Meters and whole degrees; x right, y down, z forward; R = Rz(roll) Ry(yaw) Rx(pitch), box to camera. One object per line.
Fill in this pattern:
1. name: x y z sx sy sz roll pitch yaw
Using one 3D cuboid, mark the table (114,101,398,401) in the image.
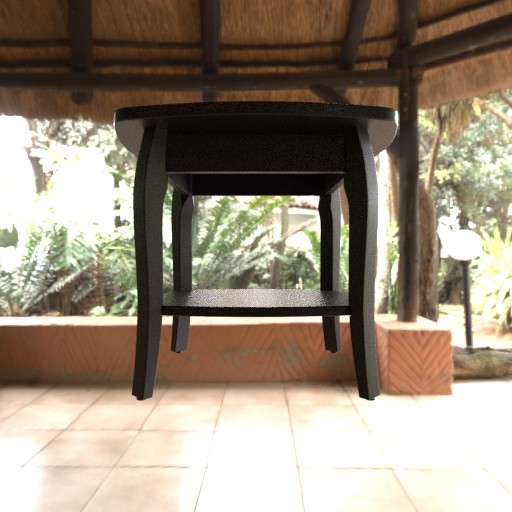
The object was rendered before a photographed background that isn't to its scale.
1. table: 0.000 0.000 0.877 0.508 0.457 0.457 0 0 0
